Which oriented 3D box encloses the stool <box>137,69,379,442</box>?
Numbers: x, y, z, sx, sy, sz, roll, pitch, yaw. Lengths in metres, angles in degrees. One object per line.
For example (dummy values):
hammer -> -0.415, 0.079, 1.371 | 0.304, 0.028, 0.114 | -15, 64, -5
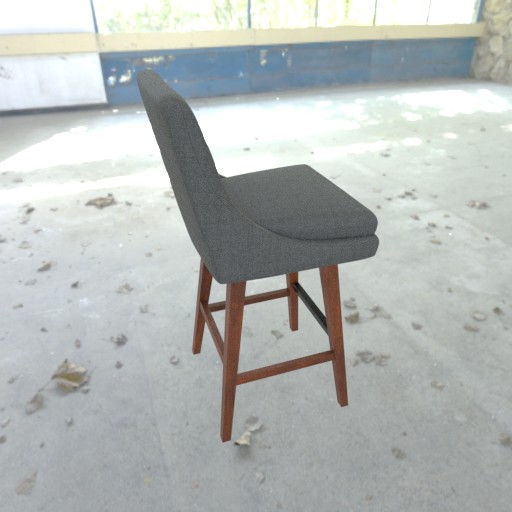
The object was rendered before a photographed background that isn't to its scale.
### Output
stool -> 0.000, 0.000, 1.271 | 0.524, 0.977, 0.447 | -10, 32, -17
